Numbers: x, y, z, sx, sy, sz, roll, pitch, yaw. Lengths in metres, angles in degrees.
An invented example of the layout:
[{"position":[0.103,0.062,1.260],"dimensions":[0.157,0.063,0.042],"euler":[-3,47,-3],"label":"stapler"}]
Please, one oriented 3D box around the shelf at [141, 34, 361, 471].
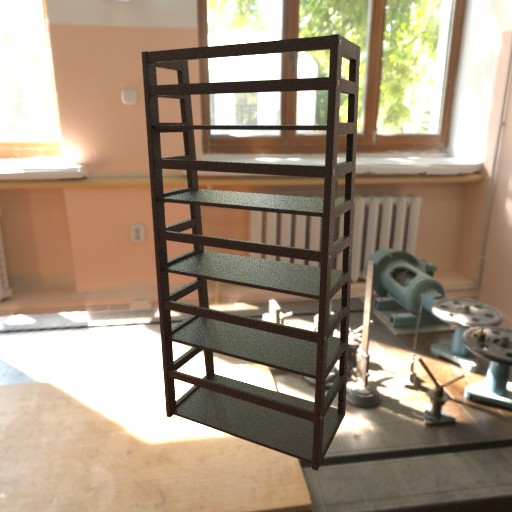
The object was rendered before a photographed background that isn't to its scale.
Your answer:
[{"position":[0.000,0.000,1.895],"dimensions":[0.763,1.600,0.403],"euler":[8,19,26],"label":"shelf"}]
